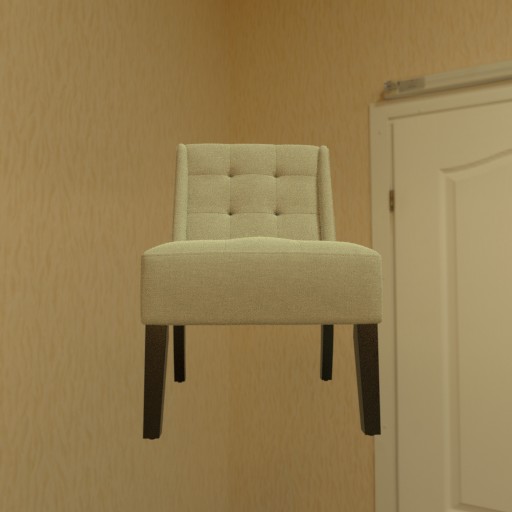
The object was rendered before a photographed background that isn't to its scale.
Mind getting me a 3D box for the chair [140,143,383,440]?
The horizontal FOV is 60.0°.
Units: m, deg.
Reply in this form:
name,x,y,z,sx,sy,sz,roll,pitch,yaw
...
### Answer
name,x,y,z,sx,sy,sz,roll,pitch,yaw
chair,0.000,0.000,1.340,0.569,0.853,0.676,0,-2,-3
